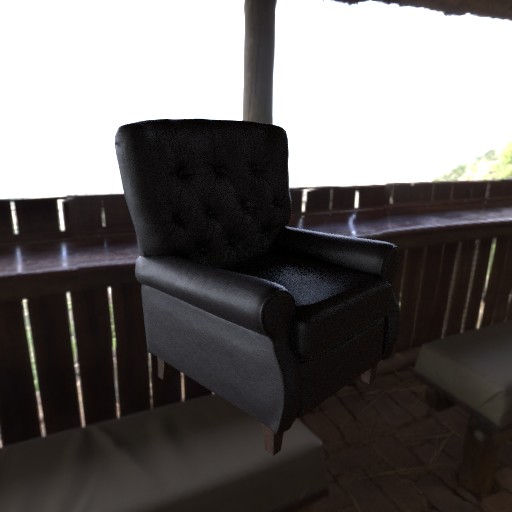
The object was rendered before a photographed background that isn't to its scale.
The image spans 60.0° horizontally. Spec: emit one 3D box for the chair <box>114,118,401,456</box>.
[{"bbox_3d":[0.000,0.000,1.939,1.058,1.158,0.948,16,23,43],"label":"chair"}]
